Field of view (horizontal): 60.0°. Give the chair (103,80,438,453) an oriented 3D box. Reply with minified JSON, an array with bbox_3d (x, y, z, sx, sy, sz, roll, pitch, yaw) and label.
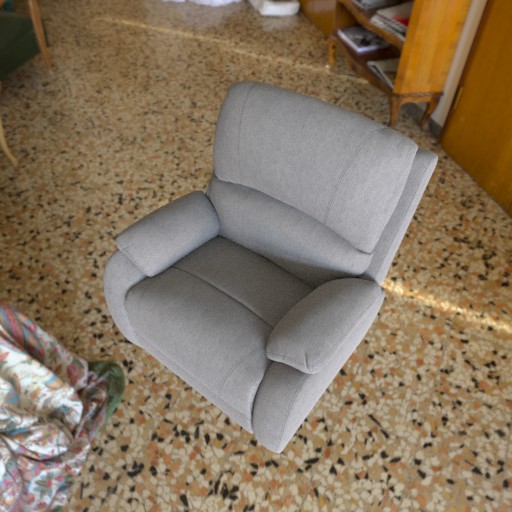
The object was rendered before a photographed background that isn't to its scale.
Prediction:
[{"bbox_3d":[0.000,0.000,1.705,0.930,1.011,0.899,30,54,24],"label":"chair"}]
